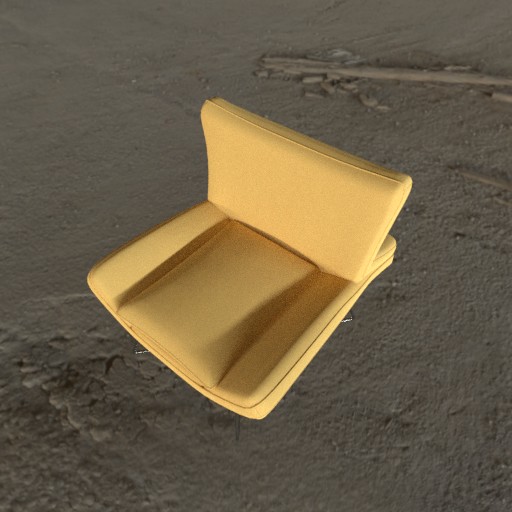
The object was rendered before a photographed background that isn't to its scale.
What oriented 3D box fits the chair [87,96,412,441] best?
[{"bbox_3d":[0.000,0.000,1.710,0.859,0.855,1.008,31,54,26],"label":"chair"}]
